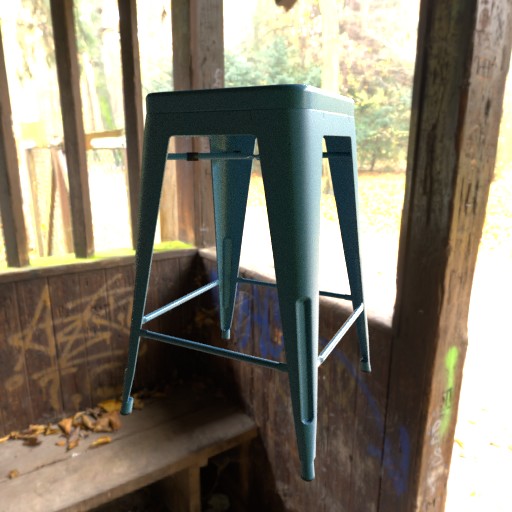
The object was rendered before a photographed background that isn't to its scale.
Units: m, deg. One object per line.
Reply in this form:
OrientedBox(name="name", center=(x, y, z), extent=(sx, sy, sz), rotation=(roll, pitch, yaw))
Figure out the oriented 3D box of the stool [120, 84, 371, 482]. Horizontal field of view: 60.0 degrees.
OrientedBox(name="stool", center=(0.000, 0.000, 0.894), extent=(0.410, 0.608, 0.410), rotation=(7, 16, 26))
